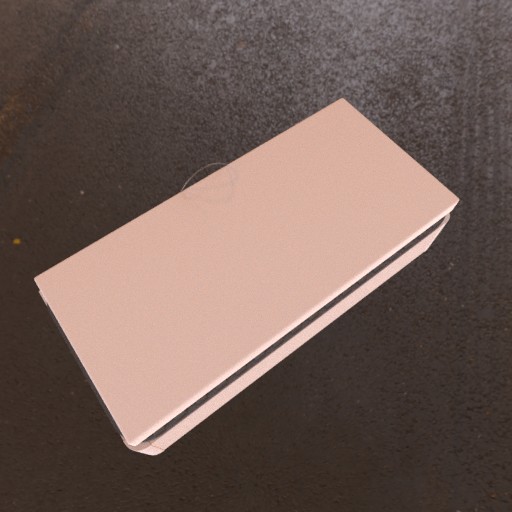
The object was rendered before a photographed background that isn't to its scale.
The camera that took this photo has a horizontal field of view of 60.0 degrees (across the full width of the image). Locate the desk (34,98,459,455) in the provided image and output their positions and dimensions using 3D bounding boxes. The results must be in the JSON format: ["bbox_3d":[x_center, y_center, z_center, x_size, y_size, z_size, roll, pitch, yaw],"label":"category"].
[{"bbox_3d":[0.000,0.000,2.230,1.900,0.526,0.900,-34,68,-16],"label":"desk"}]
